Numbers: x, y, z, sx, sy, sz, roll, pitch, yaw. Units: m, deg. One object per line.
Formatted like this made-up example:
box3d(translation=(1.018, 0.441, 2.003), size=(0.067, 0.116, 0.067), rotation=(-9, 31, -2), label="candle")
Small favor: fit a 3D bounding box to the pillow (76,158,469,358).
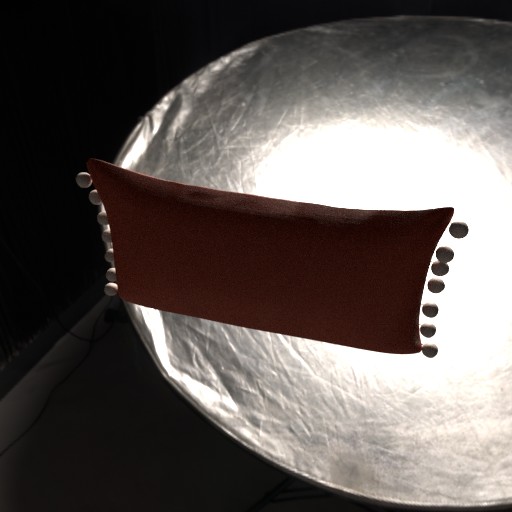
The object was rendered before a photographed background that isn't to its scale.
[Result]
box3d(translation=(0.000, 0.000, 0.842), size=(0.709, 0.322, 0.201), rotation=(9, 33, 14), label="pillow")
